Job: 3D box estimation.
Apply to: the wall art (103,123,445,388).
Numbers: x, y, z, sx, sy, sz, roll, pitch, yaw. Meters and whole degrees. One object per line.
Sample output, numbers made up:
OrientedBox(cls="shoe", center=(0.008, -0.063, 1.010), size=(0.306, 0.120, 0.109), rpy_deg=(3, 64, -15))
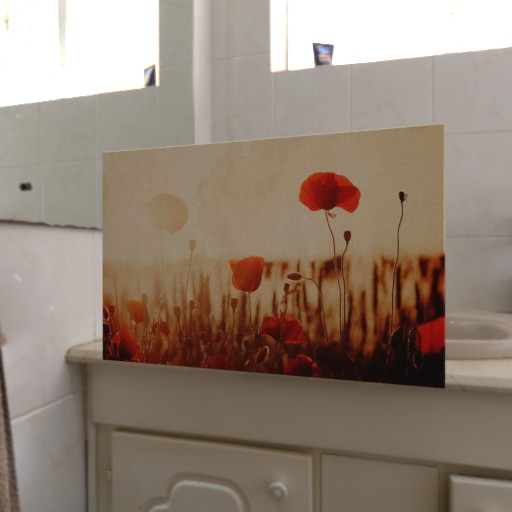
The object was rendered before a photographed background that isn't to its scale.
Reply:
OrientedBox(cls="wall art", center=(0.000, 0.000, 0.781), size=(0.613, 0.402, 0.040), rpy_deg=(0, 0, 18))
